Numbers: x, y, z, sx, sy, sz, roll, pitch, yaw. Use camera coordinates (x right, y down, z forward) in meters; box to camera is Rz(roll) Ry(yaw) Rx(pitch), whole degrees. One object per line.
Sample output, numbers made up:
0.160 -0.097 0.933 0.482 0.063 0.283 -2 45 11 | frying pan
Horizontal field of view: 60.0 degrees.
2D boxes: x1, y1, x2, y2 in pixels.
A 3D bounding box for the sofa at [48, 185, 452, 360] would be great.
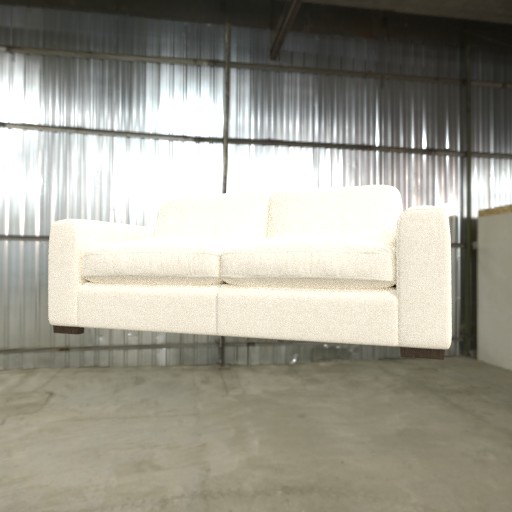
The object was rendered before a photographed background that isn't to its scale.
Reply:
0.000 0.000 2.447 1.920 0.801 1.069 0 0 19 | sofa
